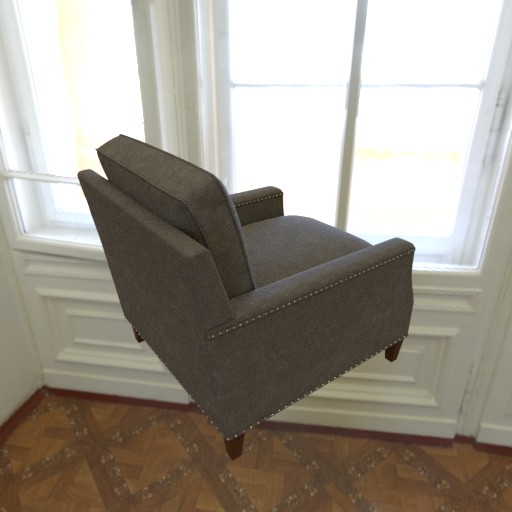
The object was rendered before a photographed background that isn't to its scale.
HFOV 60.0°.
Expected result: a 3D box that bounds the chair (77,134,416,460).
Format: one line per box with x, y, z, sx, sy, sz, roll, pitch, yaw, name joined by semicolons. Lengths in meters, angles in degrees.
0.000;0.000;1.734;1.014;0.948;0.853;-19;33;-32;chair
